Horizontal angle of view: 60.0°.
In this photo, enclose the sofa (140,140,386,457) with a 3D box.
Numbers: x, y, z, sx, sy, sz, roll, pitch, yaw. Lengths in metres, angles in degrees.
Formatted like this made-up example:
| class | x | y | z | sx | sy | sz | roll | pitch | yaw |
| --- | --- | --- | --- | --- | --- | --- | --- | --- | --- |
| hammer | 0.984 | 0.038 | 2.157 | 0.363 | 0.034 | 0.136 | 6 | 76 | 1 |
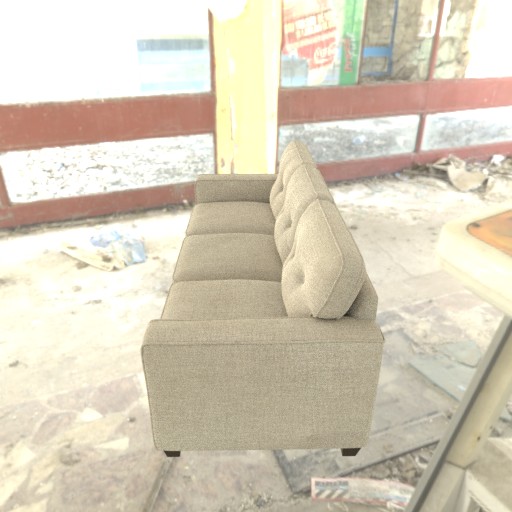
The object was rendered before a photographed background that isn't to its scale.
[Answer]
| class | x | y | z | sx | sy | sz | roll | pitch | yaw |
| --- | --- | --- | --- | --- | --- | --- | --- | --- | --- |
| sofa | 0.000 | 0.000 | 2.642 | 0.939 | 0.965 | 2.133 | 0 | 27 | -1 |
